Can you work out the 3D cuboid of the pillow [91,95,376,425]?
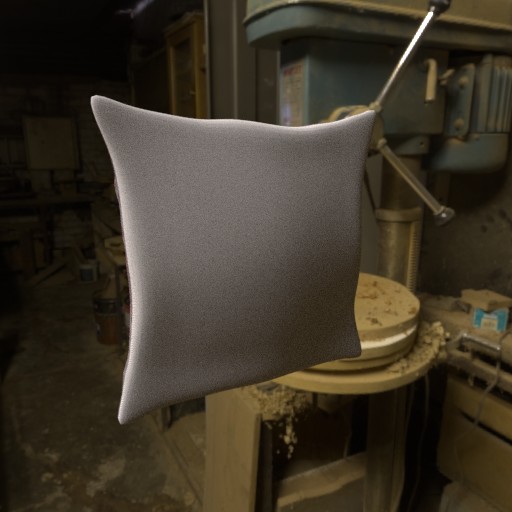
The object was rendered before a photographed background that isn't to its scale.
[{"bbox_3d":[0.000,0.000,0.785,0.514,0.513,0.163,-8,16,-28],"label":"pillow"}]
